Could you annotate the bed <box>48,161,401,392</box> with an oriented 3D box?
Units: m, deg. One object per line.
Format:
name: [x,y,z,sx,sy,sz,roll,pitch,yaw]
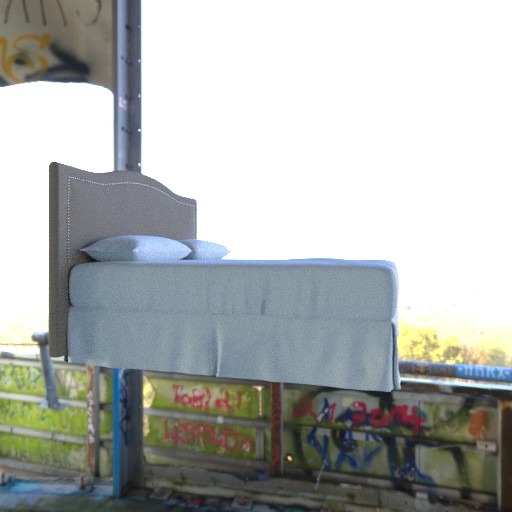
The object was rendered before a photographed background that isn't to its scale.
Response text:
bed: [0.000,0.000,3.526,2.182,1.421,2.083,0,0,18]
